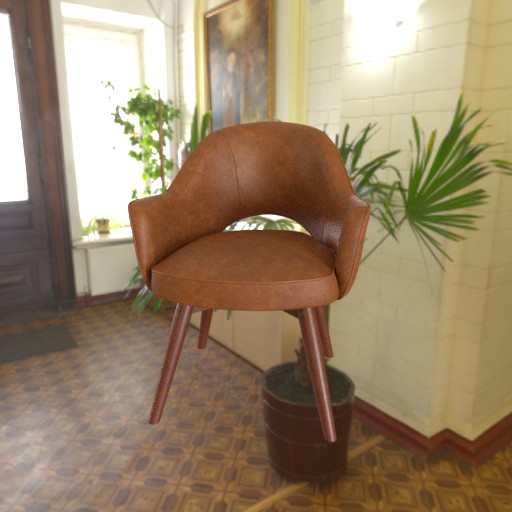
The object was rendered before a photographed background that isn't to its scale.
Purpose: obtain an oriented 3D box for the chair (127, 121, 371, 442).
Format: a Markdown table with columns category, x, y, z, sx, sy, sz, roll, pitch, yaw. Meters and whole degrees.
| category | x | y | z | sx | sy | sz | roll | pitch | yaw |
| --- | --- | --- | --- | --- | --- | --- | --- | --- | --- |
| chair | 0.000 | 0.000 | 1.263 | 0.591 | 0.777 | 0.640 | 2 | 13 | 9 |
